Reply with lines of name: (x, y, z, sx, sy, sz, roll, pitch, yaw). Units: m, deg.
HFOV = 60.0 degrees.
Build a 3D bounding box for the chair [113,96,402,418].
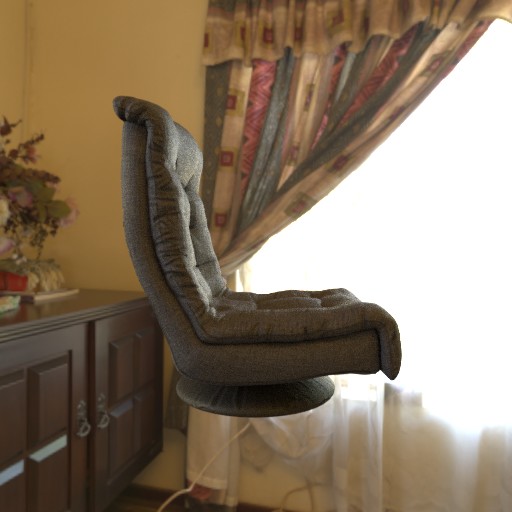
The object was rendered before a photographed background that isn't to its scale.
chair: (0.000, 0.000, 1.229, 0.668, 0.749, 0.597, 0, 1, 0)
